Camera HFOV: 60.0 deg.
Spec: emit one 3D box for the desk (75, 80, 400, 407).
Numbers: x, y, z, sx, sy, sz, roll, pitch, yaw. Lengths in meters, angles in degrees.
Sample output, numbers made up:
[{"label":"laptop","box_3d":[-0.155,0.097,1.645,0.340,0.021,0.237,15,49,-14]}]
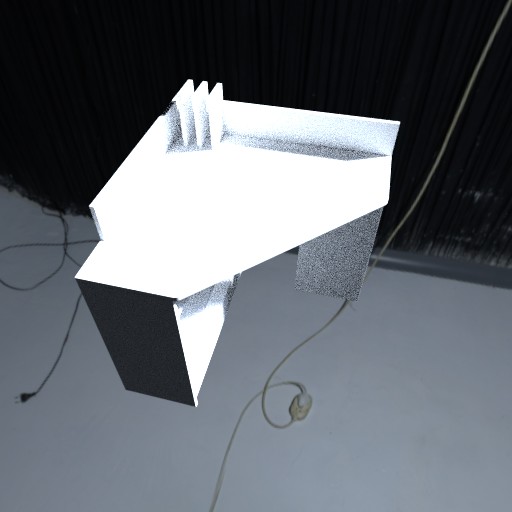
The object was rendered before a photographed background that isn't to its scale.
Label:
[{"label":"desk","box_3d":[0.000,0.000,1.818,0.940,0.986,0.940,10,47,10]}]
